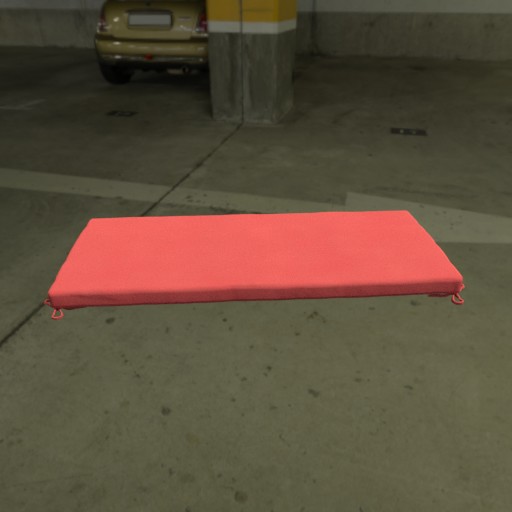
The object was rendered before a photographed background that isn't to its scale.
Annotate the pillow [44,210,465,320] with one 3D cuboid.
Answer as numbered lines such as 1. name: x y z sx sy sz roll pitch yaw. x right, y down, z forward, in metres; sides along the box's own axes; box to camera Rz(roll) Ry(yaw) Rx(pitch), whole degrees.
1. pillow: 0.000 0.000 1.394 1.187 0.081 0.492 -2 31 -3
